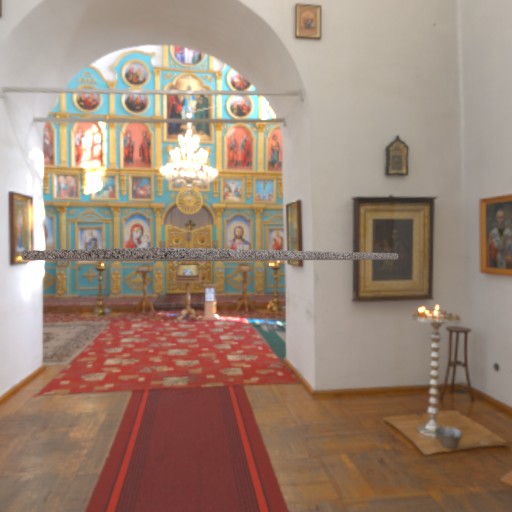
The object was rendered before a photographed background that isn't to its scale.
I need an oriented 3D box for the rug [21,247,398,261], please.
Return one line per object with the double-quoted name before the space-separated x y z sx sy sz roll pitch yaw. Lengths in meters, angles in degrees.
"rug" 0.000 0.000 1.738 0.609 0.030 1.524 0 0 37
